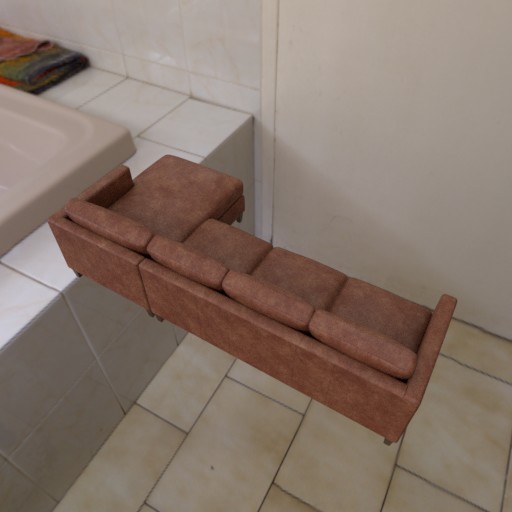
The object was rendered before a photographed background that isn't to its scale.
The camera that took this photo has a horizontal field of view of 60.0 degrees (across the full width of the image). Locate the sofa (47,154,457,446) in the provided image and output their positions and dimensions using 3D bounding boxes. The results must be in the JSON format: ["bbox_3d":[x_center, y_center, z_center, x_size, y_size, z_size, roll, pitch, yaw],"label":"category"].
[{"bbox_3d":[0.000,0.000,3.858,3.203,0.883,1.581,24,51,21],"label":"sofa"}]
